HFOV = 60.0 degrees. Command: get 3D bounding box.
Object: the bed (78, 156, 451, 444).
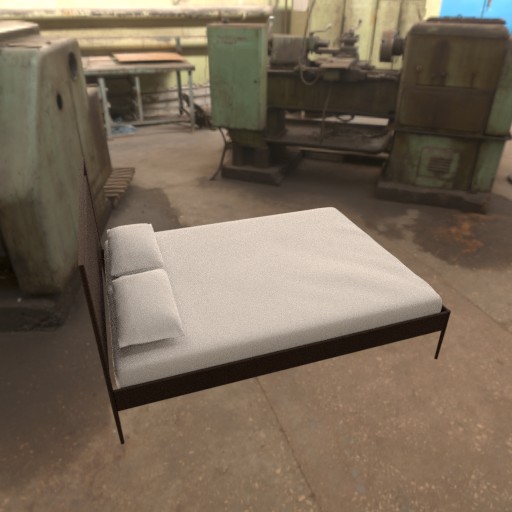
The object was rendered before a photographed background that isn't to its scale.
[{"bbox_3d":[0.000,0.000,3.104,2.122,1.173,1.572,-10,32,-16],"label":"bed"}]
